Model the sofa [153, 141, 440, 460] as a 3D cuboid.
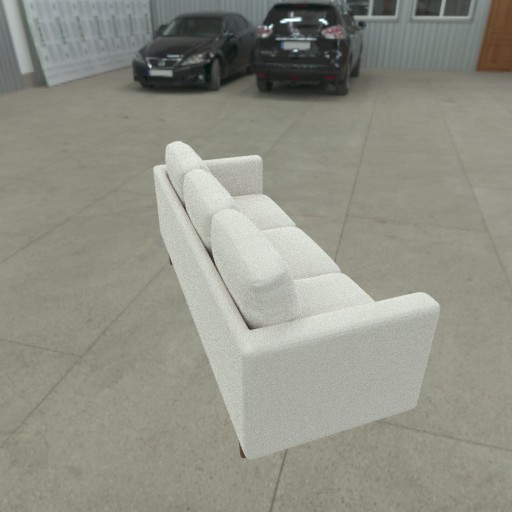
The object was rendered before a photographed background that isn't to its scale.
[{"bbox_3d":[0.000,0.000,2.470,0.802,0.912,2.029,-10,31,-17],"label":"sofa"}]
